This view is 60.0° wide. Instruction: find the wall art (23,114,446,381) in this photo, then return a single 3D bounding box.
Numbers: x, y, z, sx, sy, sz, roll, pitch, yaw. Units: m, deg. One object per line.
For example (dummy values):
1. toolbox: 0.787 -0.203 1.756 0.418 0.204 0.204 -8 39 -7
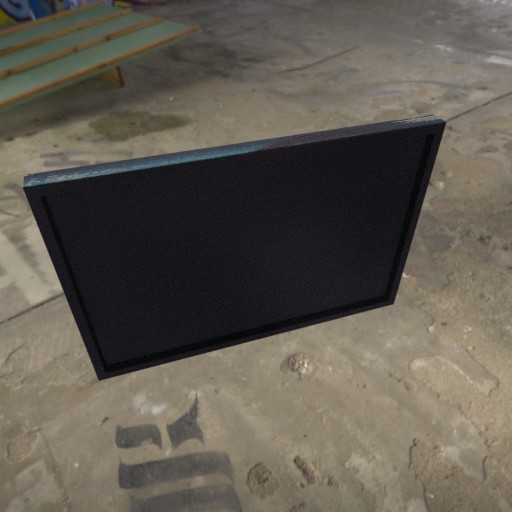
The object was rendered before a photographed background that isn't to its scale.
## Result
1. wall art: 0.000 0.000 0.754 0.609 0.406 0.033 -12 42 -14
